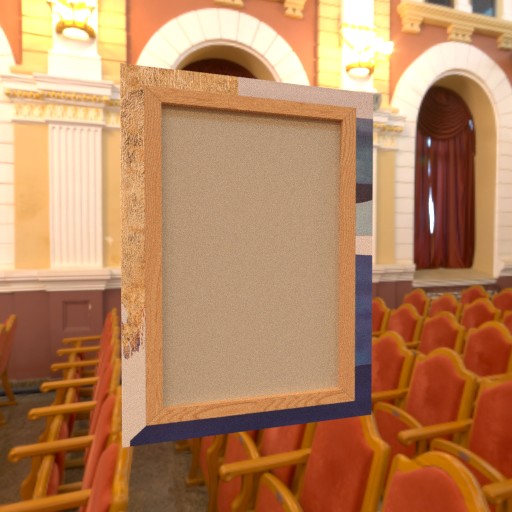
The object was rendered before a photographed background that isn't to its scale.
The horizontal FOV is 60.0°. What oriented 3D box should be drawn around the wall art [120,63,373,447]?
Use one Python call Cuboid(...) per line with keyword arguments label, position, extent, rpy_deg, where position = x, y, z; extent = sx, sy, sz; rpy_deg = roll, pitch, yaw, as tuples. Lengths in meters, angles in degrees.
Cuboid(label="wall art", position=(0.000, 0.000, 0.788), extent=(0.458, 0.613, 0.026), rpy_deg=(0, 1, -18))
